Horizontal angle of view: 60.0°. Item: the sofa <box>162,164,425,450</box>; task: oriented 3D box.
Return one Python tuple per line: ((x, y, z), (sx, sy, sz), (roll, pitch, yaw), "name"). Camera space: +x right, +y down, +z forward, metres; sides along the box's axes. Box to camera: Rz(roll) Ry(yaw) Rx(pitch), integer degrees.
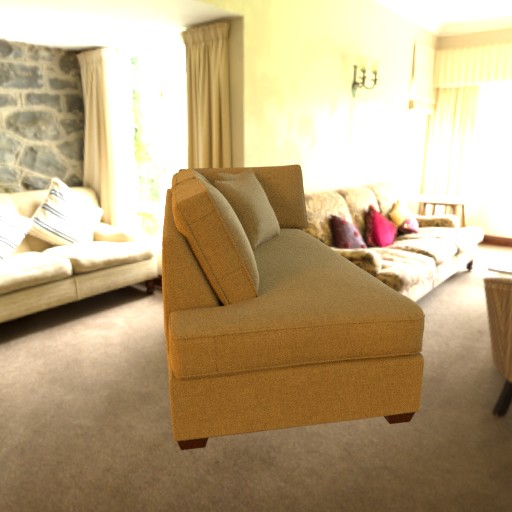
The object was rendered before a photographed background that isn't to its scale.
((0.000, 0.000, 2.748), (1.110, 1.019, 2.238), (-3, 15, -10), "sofa")
